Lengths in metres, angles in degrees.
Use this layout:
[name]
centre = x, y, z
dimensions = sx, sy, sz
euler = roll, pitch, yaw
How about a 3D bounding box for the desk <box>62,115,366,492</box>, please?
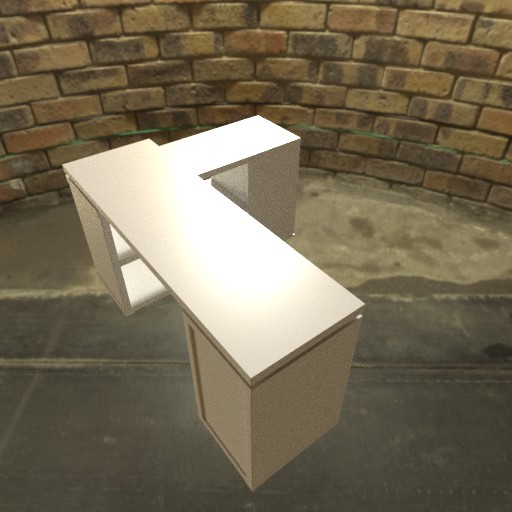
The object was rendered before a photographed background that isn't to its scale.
[desk]
centre = 0.000, 0.000, 2.205
dimensions = 1.200, 0.753, 1.524
euler = -26, 47, -28
